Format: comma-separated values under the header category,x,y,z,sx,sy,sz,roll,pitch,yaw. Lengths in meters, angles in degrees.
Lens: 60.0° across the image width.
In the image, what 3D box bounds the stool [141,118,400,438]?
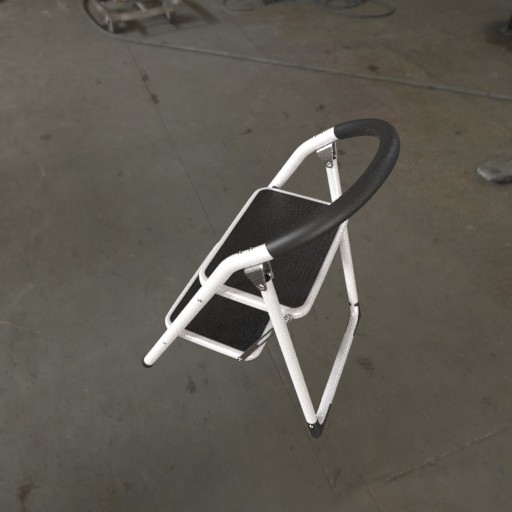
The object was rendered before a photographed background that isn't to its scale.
category,x,y,z,sx,sy,sz,roll,pitch,yaw
stool,0.000,0.000,1.114,0.559,0.760,0.453,18,49,16
